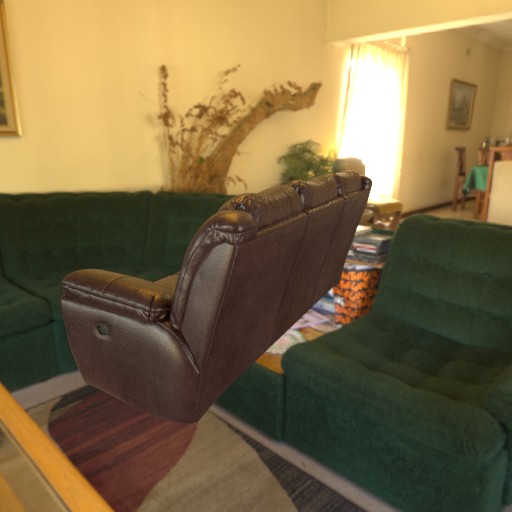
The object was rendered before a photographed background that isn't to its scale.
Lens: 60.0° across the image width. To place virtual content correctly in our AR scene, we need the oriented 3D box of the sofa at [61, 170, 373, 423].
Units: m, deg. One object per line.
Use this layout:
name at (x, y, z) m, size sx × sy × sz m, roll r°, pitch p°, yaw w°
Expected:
sofa at (0.000, 0.000, 2.882) m, size 0.991 × 1.043 × 2.337 m, roll 7°, pitch 16°, yaw 26°
